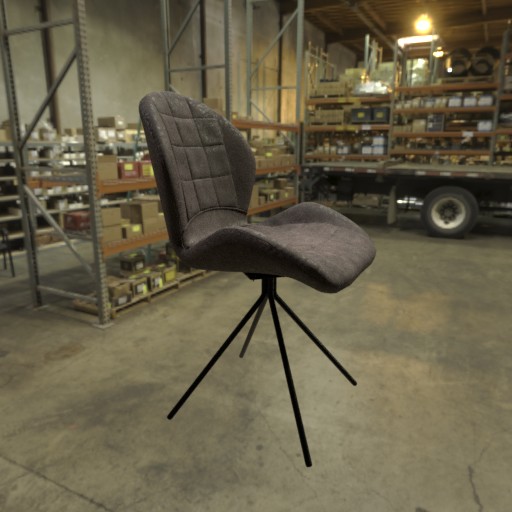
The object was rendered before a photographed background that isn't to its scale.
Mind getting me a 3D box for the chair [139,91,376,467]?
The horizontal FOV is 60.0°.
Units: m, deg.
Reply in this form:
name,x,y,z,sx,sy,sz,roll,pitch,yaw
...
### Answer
name,x,y,z,sx,sy,sz,roll,pitch,yaw
chair,0.000,0.000,1.297,0.640,0.934,0.527,7,16,26
